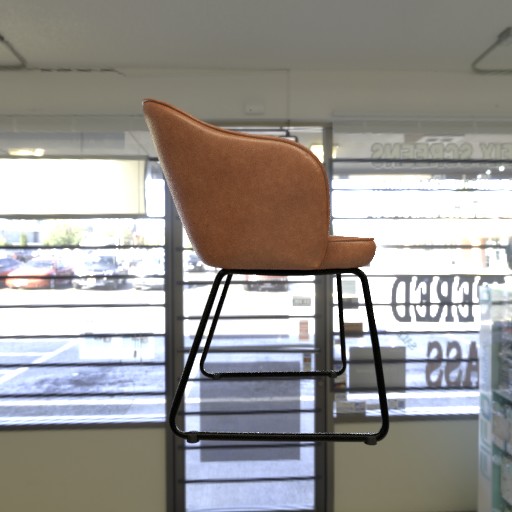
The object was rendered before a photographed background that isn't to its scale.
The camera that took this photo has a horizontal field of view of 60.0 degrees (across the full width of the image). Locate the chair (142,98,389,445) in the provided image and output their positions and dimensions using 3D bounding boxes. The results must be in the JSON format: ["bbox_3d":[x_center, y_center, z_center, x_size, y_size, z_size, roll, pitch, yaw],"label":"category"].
[{"bbox_3d":[0.000,0.000,1.181,0.580,0.785,0.582,0,1,0],"label":"chair"}]
